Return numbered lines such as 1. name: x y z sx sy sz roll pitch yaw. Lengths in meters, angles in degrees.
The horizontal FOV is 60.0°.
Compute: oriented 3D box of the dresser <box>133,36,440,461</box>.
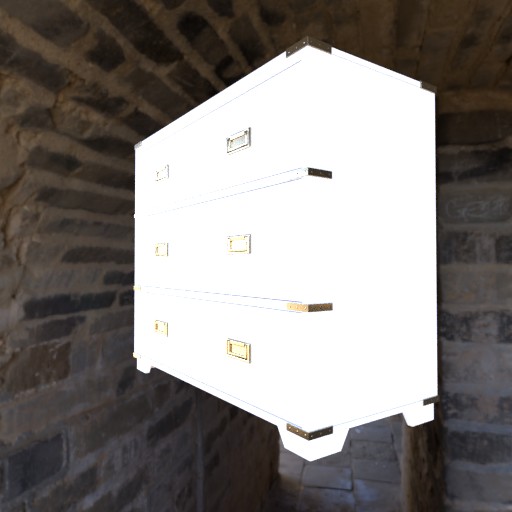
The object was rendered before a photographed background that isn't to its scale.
1. dresser: 0.000 0.000 1.459 0.460 0.891 1.022 1 -2 -35
